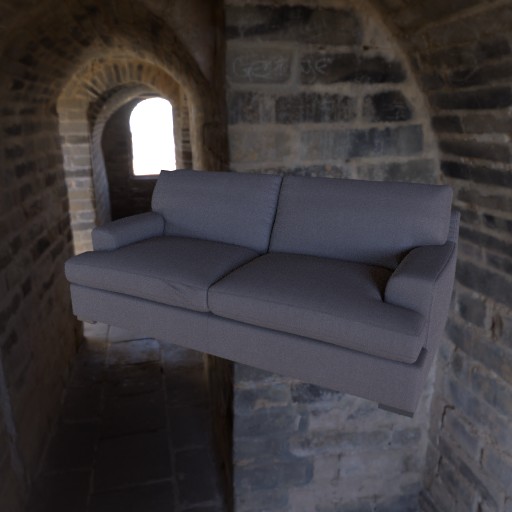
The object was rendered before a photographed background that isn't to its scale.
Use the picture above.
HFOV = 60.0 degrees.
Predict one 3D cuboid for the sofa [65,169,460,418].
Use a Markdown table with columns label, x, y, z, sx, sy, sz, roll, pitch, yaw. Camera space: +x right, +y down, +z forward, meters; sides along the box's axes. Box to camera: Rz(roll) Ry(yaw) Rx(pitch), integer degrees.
| label | x | y | z | sx | sy | sz | roll | pitch | yaw |
| --- | --- | --- | --- | --- | --- | --- | --- | --- | --- |
| sofa | 0.000 | 0.000 | 2.790 | 2.271 | 0.950 | 1.140 | 9 | 19 | 28 |
